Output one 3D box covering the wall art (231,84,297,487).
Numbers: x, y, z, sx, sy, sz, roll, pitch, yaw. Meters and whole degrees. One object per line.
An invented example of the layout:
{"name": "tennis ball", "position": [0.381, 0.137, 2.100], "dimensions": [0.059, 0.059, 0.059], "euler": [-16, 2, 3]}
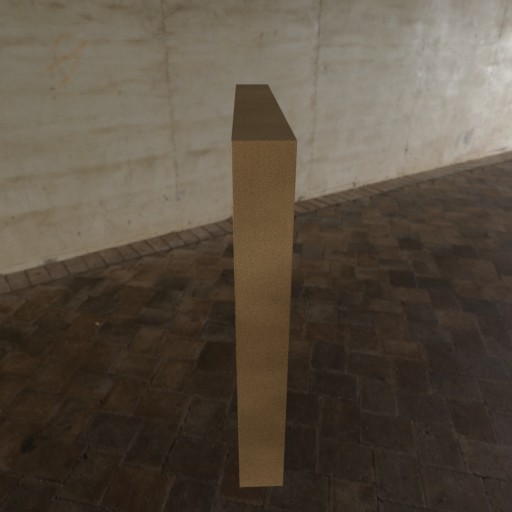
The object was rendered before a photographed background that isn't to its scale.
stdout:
{"name": "wall art", "position": [0.000, 0.000, 0.460], "dimensions": [0.038, 0.303, 0.305], "euler": [-1, 27, -2]}
